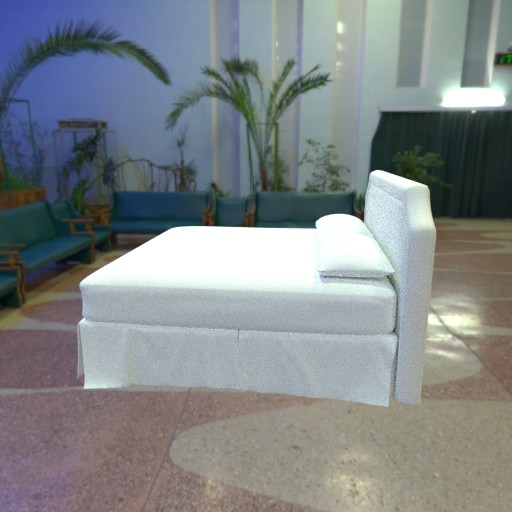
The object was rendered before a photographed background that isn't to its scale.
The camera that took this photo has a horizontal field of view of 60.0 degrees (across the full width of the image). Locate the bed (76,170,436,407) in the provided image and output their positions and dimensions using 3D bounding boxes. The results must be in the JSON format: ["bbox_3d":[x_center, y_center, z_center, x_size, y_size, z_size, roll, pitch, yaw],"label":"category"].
[{"bbox_3d":[0.000,0.000,3.595,2.204,1.301,2.160,2,14,7],"label":"bed"}]
